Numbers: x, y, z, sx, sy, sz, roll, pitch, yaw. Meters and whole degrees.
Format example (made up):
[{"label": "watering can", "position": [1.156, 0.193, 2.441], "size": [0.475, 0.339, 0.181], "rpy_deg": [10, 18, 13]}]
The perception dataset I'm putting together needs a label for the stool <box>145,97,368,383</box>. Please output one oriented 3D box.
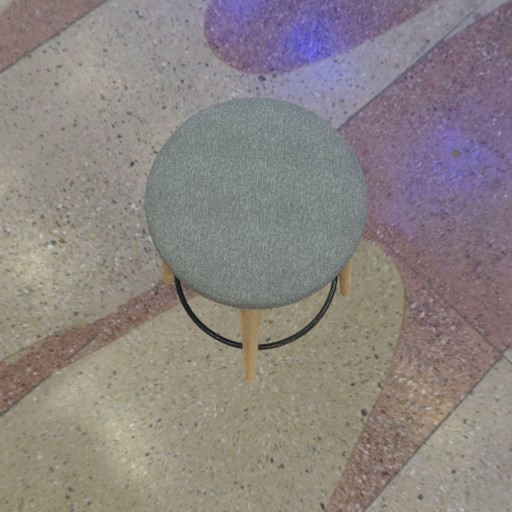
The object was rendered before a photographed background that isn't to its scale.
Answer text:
[{"label": "stool", "position": [0.000, 0.000, 0.978], "size": [0.410, 0.770, 0.410], "rpy_deg": [-41, 79, -9]}]
